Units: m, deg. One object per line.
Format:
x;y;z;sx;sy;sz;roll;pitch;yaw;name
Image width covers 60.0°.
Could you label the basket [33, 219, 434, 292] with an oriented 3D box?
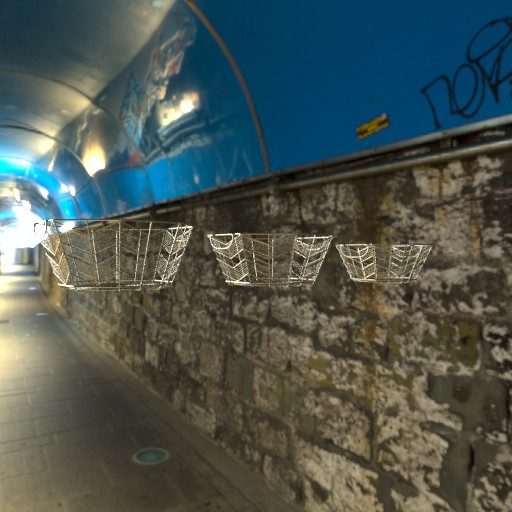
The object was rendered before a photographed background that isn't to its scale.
0.000;0.000;1.373;1.246;0.178;0.432;0;0;-18;basket
